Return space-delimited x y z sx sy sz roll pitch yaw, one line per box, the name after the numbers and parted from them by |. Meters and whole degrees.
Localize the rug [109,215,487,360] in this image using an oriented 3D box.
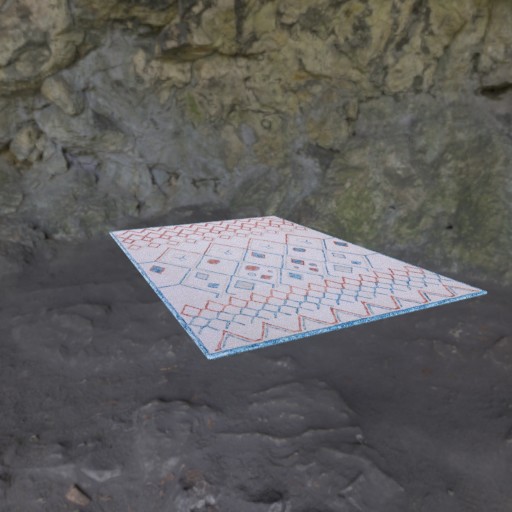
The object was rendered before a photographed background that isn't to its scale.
0.000 0.000 2.347 1.219 0.016 1.829 -8 18 -25 | rug
